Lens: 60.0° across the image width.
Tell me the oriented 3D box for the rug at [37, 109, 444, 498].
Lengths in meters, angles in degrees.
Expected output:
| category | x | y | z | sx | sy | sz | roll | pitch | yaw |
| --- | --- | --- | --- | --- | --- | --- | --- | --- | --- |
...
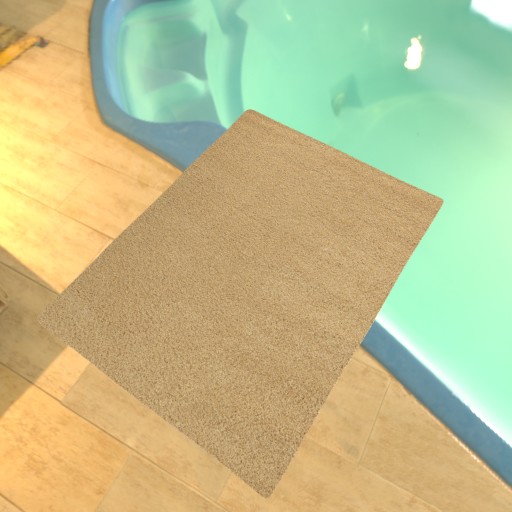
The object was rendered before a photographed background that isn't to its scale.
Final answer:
| category | x | y | z | sx | sy | sz | roll | pitch | yaw |
| --- | --- | --- | --- | --- | --- | --- | --- | --- | --- |
| rug | 0.000 | 0.000 | 2.061 | 1.199 | 0.025 | 1.600 | 30 | 64 | 17 |
